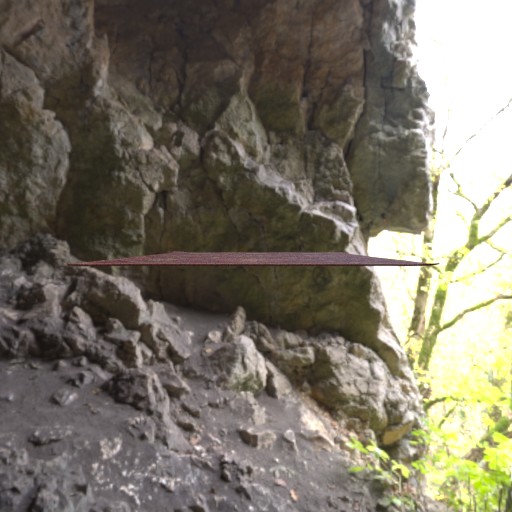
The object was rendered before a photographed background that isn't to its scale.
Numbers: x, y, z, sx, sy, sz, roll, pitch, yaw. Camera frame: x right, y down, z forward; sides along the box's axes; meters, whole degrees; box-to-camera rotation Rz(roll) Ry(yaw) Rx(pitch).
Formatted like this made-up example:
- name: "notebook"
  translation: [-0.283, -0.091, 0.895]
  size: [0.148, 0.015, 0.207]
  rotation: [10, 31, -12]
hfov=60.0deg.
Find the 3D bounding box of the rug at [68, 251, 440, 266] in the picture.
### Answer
- name: "rug"
  translation: [0.000, 0.000, 2.938]
  size: [1.521, 0.026, 2.286]
  rotation: [0, 2, 1]
